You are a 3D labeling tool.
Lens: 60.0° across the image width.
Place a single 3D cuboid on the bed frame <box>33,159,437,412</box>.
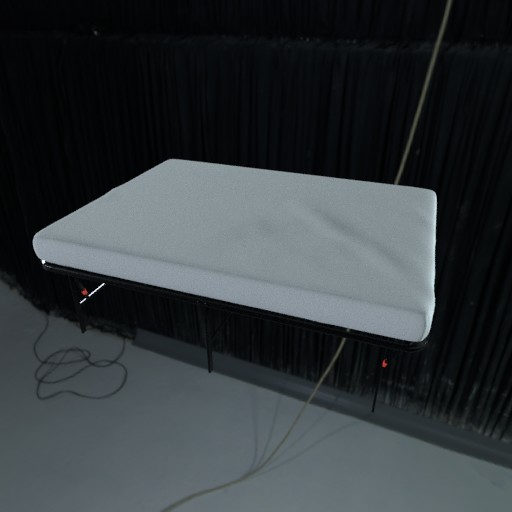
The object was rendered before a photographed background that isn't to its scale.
[{"bbox_3d":[0.000,0.000,2.588,1.905,0.637,1.372,10,31,18],"label":"bed frame"}]
